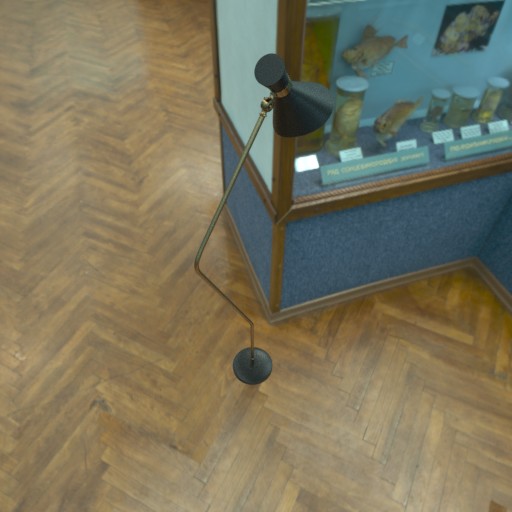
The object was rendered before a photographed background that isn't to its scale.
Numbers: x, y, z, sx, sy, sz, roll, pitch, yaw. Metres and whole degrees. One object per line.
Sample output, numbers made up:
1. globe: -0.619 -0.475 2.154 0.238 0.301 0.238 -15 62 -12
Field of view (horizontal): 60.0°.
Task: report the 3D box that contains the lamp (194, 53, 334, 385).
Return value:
1. lamp: 0.000 0.000 1.602 0.467 1.438 0.277 -12 49 -11
